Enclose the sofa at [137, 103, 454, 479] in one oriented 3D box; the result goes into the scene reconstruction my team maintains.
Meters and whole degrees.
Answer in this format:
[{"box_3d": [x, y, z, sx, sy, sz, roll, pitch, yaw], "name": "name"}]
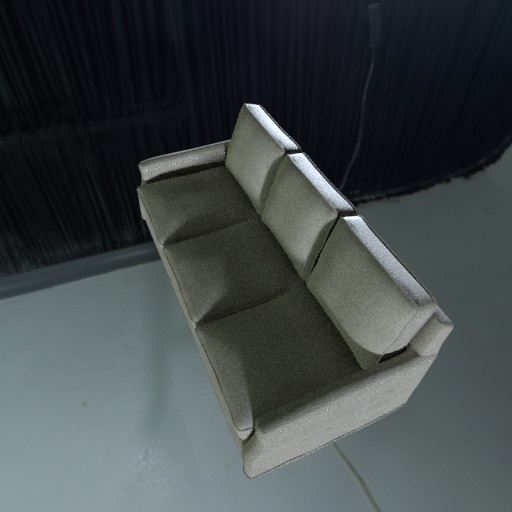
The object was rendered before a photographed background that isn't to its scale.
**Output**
[{"box_3d": [0.000, 0.000, 2.834, 1.084, 1.003, 2.246, -18, 49, -16], "name": "sofa"}]
